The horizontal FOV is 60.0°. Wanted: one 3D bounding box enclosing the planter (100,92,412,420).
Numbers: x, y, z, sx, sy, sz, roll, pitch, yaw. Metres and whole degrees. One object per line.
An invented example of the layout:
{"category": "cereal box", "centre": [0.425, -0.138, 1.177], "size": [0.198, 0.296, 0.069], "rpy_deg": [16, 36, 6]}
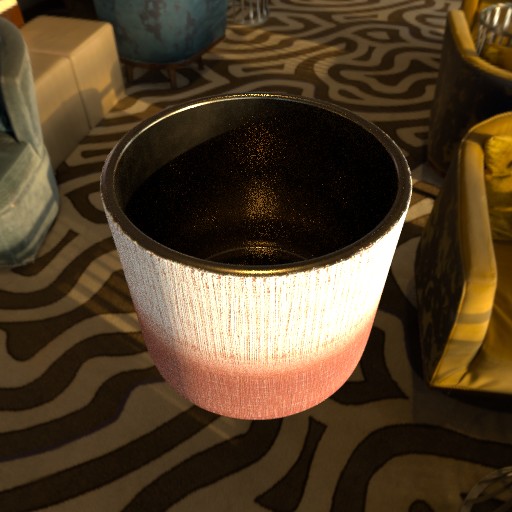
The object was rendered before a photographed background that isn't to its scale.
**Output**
{"category": "planter", "centre": [0.000, 0.000, 0.311], "size": [0.178, 0.157, 0.178], "rpy_deg": [0, 46, 0]}
